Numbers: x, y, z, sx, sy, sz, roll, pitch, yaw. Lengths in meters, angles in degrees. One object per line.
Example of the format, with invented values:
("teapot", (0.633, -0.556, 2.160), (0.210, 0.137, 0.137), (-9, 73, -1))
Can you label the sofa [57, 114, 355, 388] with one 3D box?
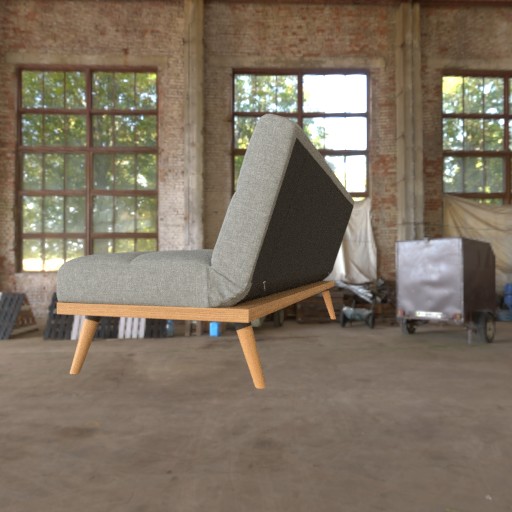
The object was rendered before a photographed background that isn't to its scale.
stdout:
("sofa", (0.000, 0.000, 2.177), (0.800, 0.800, 1.820), (0, 0, 18))
